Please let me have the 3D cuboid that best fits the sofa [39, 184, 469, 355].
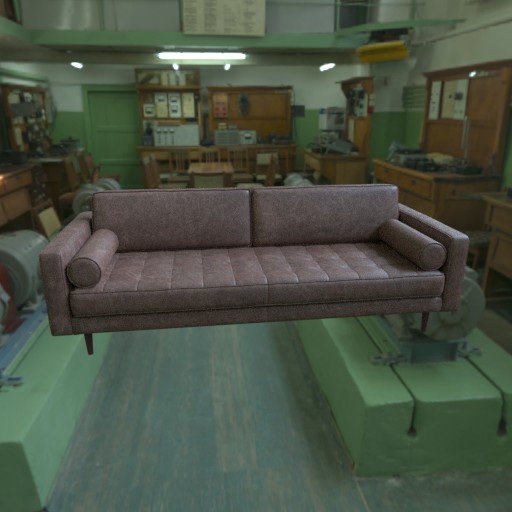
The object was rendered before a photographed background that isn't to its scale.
[{"bbox_3d":[0.000,0.000,2.683,2.210,0.762,0.914,-2,19,-7],"label":"sofa"}]
